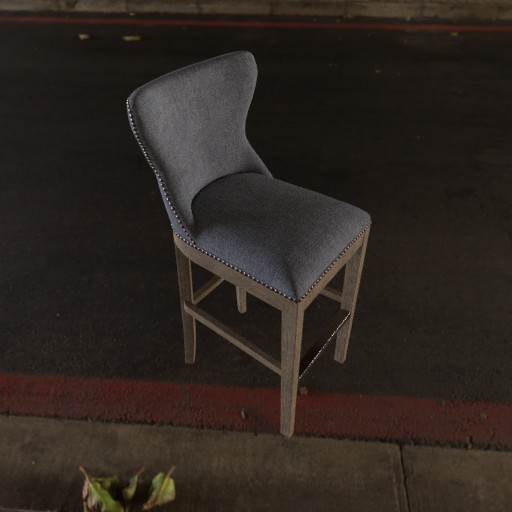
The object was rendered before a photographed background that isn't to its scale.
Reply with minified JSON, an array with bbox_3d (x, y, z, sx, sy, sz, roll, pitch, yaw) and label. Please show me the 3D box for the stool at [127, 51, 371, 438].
[{"bbox_3d":[0.000,0.000,1.477,0.606,1.123,0.494,26,47,27],"label":"stool"}]
